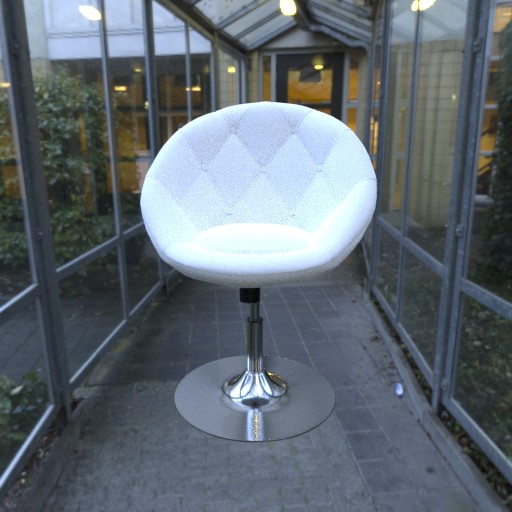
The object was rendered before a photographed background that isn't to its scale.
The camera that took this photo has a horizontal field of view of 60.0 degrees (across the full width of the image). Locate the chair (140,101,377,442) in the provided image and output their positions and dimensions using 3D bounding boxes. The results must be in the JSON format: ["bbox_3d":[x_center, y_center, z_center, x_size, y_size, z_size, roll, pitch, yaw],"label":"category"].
[{"bbox_3d":[0.000,0.000,1.835,0.940,1.261,0.736,2,14,8],"label":"chair"}]
